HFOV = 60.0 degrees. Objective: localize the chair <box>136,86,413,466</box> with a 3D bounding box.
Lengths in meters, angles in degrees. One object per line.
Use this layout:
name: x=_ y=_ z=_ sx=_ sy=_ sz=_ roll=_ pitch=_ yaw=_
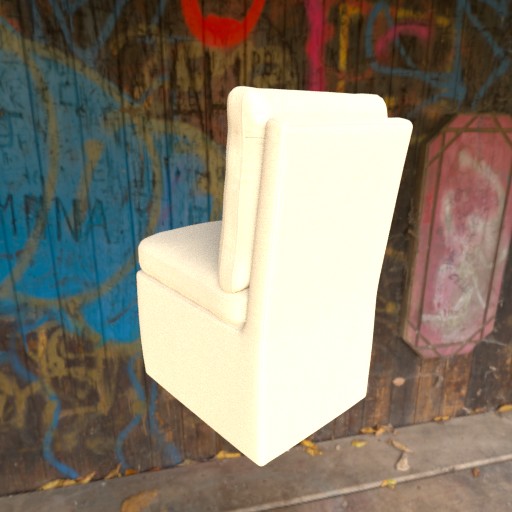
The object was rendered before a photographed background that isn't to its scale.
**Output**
chair: x=0.000 y=0.000 z=1.348 sx=0.503 sy=0.927 sz=0.698 roll=-15 pitch=22 yaw=-39
